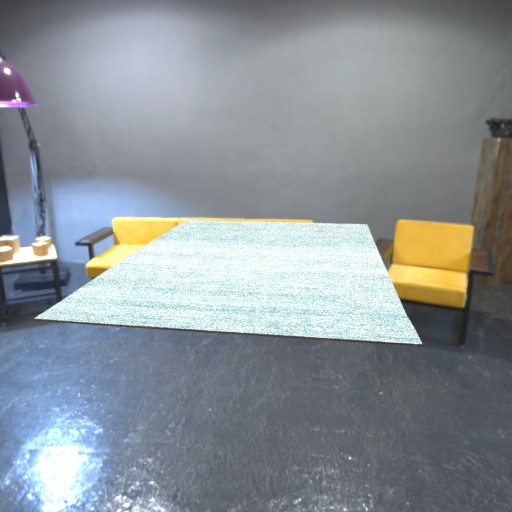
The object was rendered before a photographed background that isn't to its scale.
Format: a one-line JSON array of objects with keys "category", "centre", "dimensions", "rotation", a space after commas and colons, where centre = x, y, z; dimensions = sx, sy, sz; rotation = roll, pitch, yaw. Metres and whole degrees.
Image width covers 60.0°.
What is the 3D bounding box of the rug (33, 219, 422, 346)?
[{"category": "rug", "centre": [0.000, 0.000, 2.859], "dimensions": [1.611, 0.026, 2.260], "rotation": [2, 16, 8]}]
